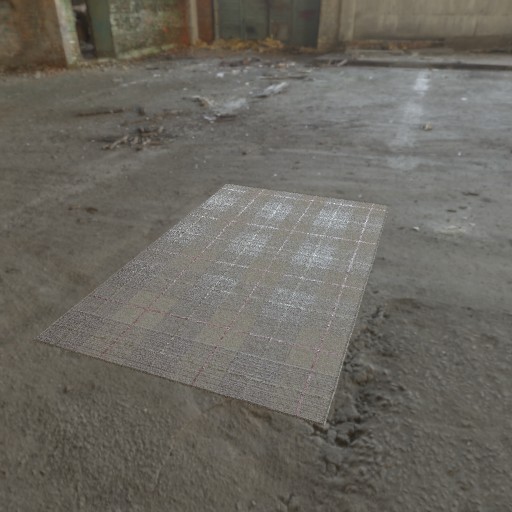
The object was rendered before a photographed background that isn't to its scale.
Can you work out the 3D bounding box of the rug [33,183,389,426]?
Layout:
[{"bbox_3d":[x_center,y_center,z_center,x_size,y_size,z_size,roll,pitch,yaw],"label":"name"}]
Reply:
[{"bbox_3d":[0.000,0.000,3.058,1.549,0.010,2.464,10,31,18],"label":"rug"}]
